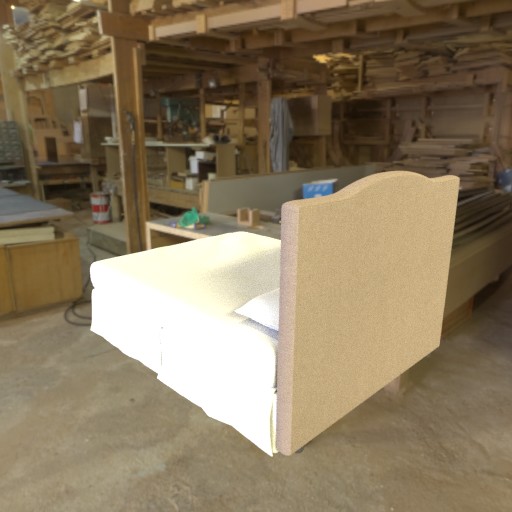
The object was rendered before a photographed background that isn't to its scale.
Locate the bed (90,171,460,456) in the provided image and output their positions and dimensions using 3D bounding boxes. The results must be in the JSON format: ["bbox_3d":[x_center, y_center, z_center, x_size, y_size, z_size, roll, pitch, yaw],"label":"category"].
[{"bbox_3d":[0.000,0.000,3.434,1.821,1.436,2.282,-15,22,-42],"label":"bed"}]
